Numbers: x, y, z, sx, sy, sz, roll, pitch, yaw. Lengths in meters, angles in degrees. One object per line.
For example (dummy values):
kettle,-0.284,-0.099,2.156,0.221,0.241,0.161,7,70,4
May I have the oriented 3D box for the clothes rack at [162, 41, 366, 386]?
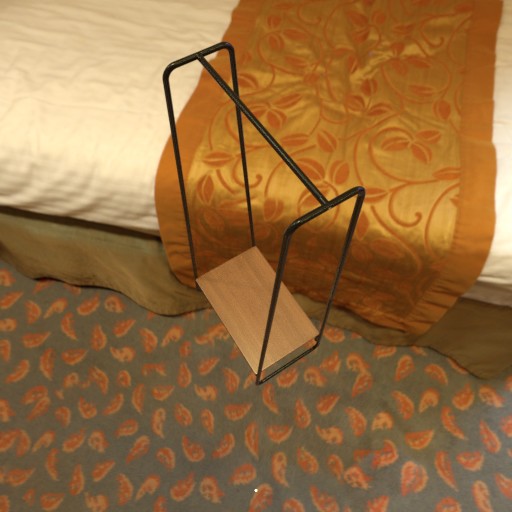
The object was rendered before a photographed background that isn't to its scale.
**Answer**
clothes rack,0.000,0.000,1.807,0.400,1.500,0.640,-29,66,-15
